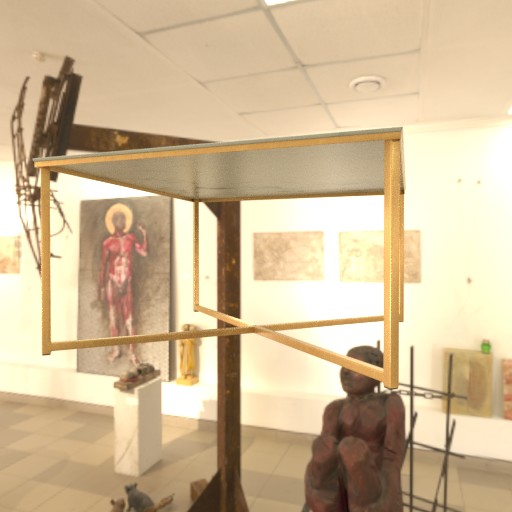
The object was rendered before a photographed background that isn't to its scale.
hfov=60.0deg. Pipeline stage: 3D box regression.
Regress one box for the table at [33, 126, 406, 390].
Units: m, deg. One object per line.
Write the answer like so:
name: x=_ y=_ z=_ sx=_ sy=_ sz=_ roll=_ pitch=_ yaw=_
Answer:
table: x=0.000 y=0.000 z=1.258 sx=0.800 sy=0.450 sz=0.800 roll=0 pitch=1 yaw=19
